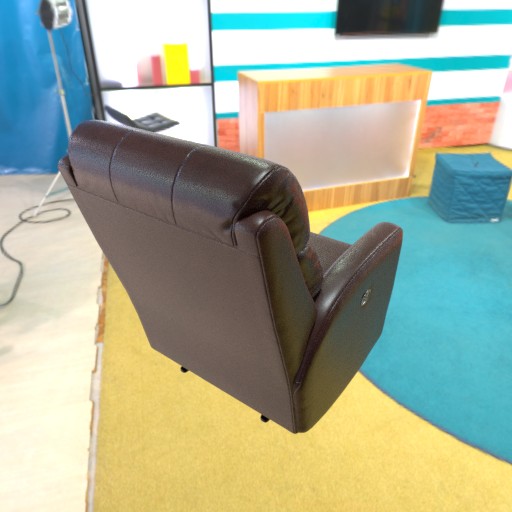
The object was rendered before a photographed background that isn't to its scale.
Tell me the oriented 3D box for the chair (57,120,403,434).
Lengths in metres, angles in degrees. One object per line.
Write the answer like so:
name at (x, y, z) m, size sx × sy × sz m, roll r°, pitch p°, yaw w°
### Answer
chair at (0.000, 0.000, 1.586) m, size 0.787 × 1.016 × 0.939 m, roll 21°, pitch 37°, yaw 31°
